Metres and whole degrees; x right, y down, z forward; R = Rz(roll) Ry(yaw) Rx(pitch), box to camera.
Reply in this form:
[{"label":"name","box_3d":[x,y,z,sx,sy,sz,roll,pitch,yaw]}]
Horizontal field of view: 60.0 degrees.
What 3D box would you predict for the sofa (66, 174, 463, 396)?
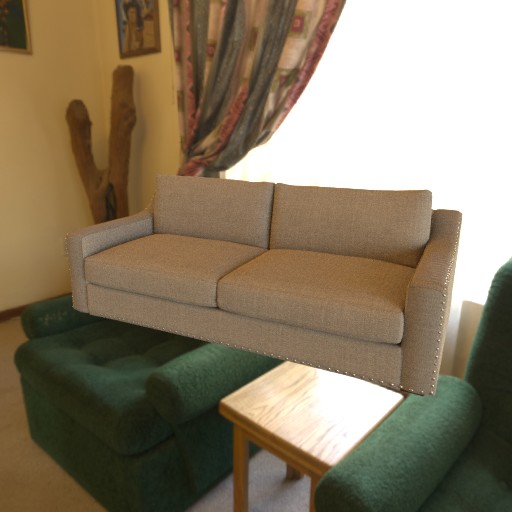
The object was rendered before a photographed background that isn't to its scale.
[{"label":"sofa","box_3d":[0.000,0.000,2.706,2.208,0.857,1.000,8,18,25]}]
